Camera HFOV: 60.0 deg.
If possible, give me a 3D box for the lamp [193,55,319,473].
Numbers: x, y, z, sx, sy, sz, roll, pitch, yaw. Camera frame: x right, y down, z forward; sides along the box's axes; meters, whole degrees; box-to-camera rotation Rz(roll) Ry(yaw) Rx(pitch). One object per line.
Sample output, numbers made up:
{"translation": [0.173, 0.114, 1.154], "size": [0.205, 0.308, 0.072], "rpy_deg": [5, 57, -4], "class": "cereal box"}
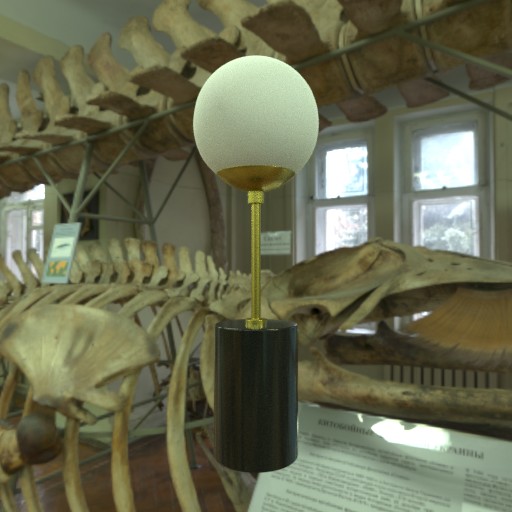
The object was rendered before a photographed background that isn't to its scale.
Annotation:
{"translation": [0.000, 0.000, 0.544], "size": [0.153, 0.480, 0.153], "rpy_deg": [0, -1, 0], "class": "lamp"}
